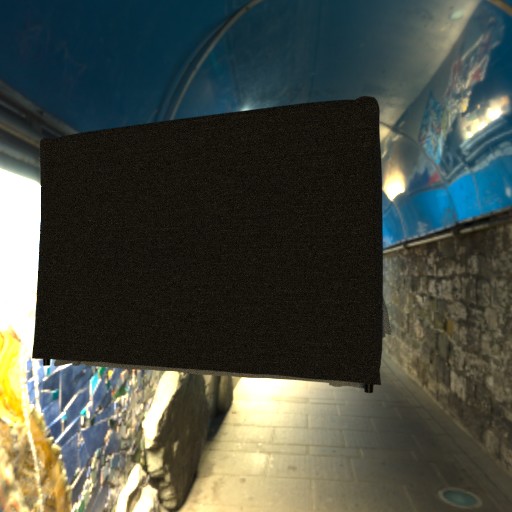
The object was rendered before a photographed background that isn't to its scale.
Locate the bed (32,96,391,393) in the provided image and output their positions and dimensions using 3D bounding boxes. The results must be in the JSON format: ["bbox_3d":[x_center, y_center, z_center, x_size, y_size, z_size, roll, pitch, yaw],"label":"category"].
[{"bbox_3d":[0.000,0.000,3.297,1.925,1.332,2.276,-1,-3,19],"label":"bed"}]
